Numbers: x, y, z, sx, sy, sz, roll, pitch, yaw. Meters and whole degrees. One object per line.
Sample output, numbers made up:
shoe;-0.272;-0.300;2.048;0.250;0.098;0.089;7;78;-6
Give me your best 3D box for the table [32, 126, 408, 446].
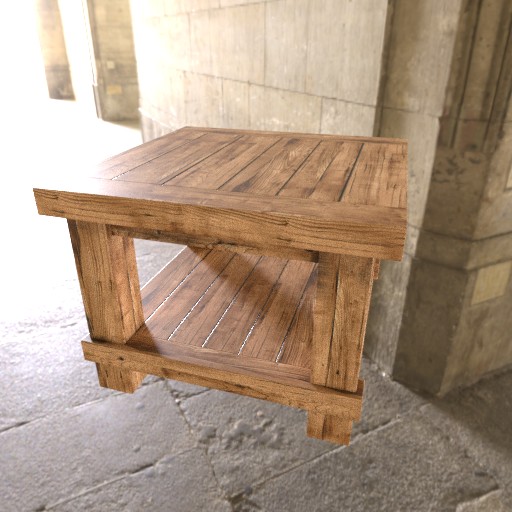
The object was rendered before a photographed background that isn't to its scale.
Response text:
table;0.000;0.000;1.034;0.610;0.457;0.610;8;27;15
